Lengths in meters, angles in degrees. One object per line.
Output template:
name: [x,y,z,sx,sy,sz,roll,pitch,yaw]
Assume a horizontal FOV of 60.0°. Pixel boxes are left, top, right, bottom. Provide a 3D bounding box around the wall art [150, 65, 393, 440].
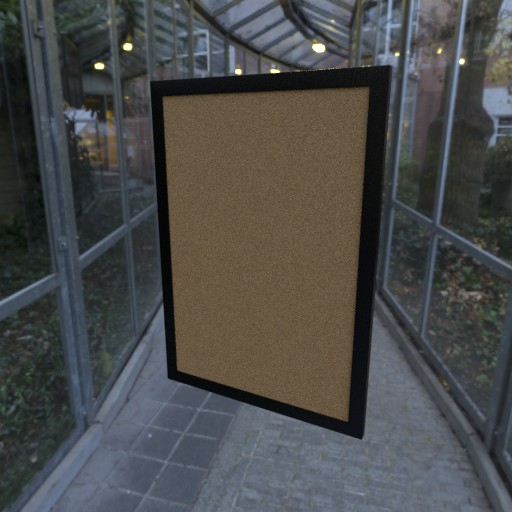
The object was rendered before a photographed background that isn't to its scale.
wall art: [0.000,0.000,0.860,0.462,0.656,0.019,8,17,27]
